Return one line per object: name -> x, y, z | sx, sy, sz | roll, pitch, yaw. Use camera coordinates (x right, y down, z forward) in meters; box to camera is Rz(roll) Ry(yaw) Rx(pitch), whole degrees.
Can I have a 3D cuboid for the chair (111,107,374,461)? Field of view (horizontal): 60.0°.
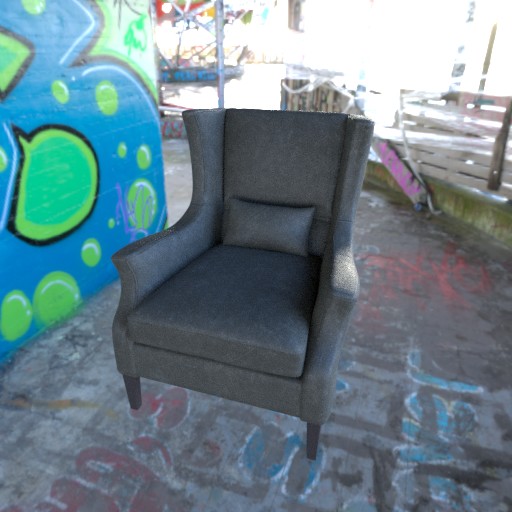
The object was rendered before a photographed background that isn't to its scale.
chair -> 0.000, 0.000, 1.732 | 0.853, 1.016, 0.926 | 9, 27, 17
